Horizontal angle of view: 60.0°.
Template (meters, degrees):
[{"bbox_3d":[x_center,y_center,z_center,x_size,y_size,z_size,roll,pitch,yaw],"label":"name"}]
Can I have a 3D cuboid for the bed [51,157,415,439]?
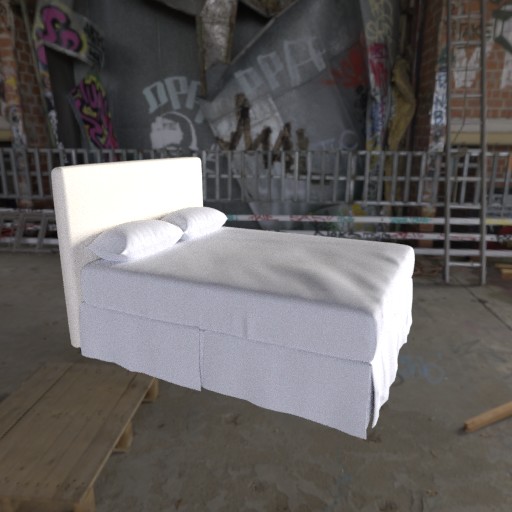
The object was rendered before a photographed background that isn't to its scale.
[{"bbox_3d":[0.000,0.000,3.248,2.142,1.330,1.713,7,17,25],"label":"bed"}]
